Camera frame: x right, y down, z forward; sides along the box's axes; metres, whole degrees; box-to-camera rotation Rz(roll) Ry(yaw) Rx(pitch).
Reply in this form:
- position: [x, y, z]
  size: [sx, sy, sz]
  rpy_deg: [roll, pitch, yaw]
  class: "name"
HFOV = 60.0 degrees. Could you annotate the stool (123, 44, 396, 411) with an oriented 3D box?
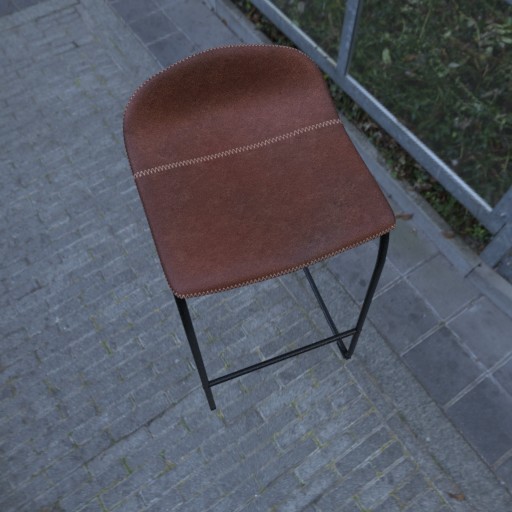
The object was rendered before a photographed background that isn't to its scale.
- position: [0.000, 0.000, 1.083]
  size: [0.454, 0.830, 0.473]
  rpy_deg: [-18, 63, -9]
  class: "stool"
